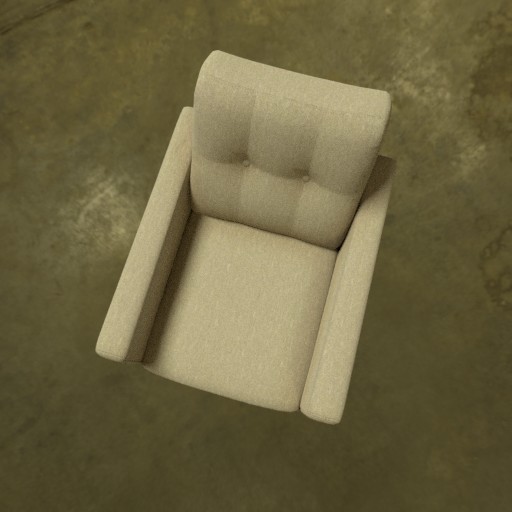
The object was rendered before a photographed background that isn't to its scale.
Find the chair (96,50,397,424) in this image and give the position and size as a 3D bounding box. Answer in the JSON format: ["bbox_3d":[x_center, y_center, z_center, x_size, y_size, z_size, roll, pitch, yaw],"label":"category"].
[{"bbox_3d":[0.000,0.000,1.803,0.897,0.965,1.128,15,77,4],"label":"chair"}]
